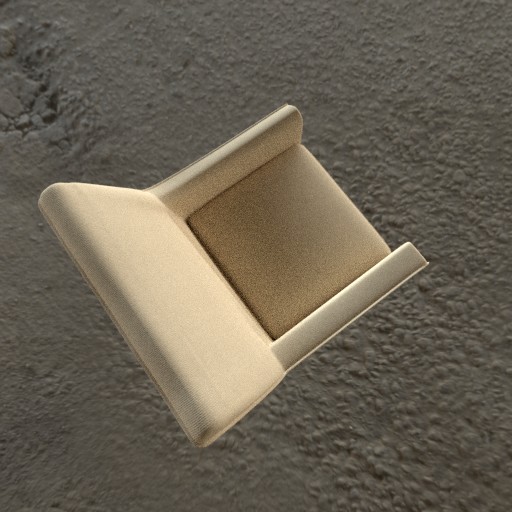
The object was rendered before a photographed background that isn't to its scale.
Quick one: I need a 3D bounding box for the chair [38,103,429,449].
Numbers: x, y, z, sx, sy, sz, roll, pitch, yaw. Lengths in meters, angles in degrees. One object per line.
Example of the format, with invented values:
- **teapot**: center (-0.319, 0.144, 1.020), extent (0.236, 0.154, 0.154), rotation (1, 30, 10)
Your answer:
- **chair**: center (0.000, 0.000, 1.577), extent (0.899, 0.919, 0.780), rotation (-35, 78, -8)
